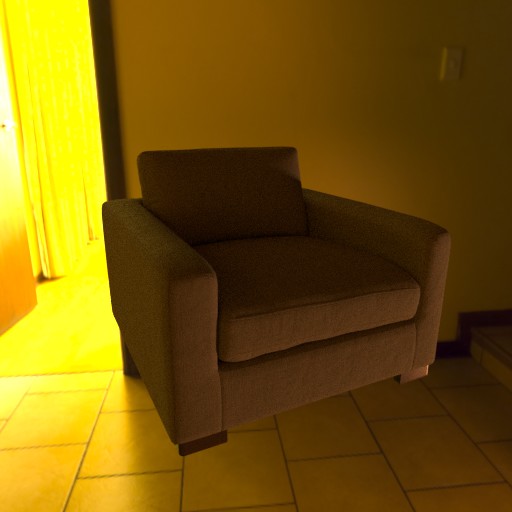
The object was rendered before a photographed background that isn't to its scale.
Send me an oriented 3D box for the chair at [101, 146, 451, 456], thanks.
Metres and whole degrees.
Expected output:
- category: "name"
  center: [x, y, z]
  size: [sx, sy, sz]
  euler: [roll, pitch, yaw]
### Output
- category: "chair"
  center: [0.000, 0.000, 1.856]
  size: [1.070, 0.847, 1.100]
  euler: [-8, 18, -25]
